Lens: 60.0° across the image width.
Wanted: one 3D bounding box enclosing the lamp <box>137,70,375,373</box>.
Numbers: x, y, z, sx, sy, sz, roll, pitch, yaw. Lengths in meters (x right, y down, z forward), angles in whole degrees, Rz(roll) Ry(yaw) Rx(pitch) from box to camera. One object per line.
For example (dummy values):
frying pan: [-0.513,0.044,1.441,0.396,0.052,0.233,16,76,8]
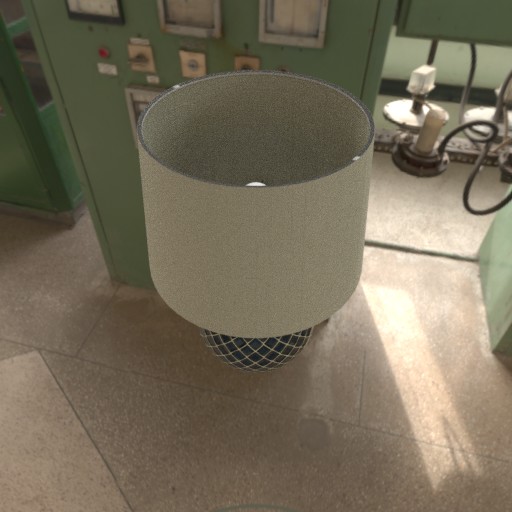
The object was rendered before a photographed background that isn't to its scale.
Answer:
lamp: [0.000,0.000,0.804,0.376,0.540,0.376,0,45,0]
